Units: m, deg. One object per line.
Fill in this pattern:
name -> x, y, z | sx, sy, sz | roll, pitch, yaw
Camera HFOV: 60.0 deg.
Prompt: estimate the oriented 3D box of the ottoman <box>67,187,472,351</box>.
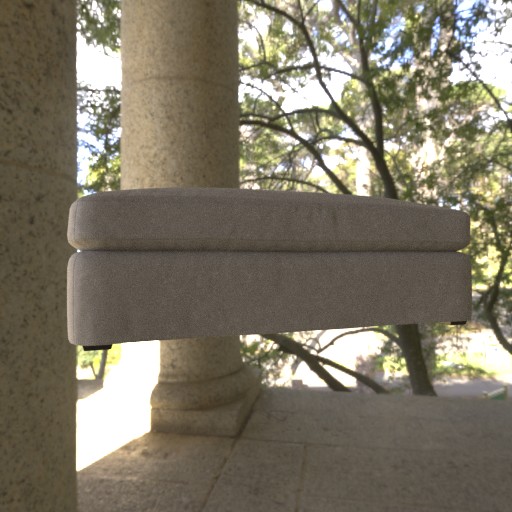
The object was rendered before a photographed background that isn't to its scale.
ottoman -> 0.000, 0.000, 1.567 | 1.199, 0.429, 0.840 | 0, 0, -20
